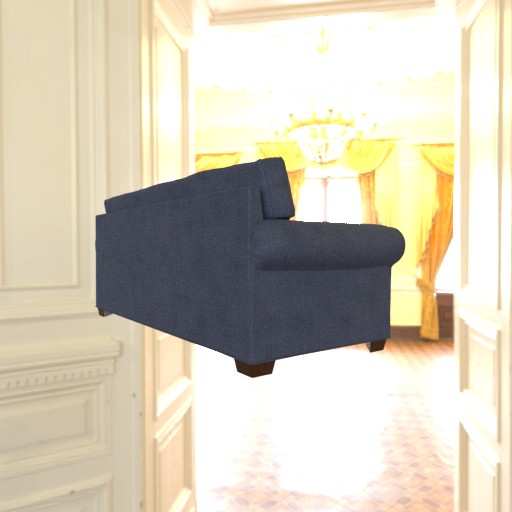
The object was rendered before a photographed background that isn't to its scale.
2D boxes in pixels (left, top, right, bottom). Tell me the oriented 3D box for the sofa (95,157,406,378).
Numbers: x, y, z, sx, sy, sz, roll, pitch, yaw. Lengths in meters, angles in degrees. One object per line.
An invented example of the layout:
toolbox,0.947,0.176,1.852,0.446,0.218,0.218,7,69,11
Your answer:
sofa,0.000,0.000,3.455,1.780,1.063,2.567,-1,1,-36
